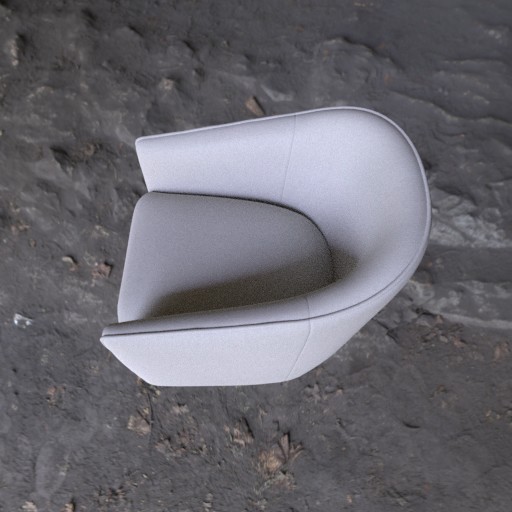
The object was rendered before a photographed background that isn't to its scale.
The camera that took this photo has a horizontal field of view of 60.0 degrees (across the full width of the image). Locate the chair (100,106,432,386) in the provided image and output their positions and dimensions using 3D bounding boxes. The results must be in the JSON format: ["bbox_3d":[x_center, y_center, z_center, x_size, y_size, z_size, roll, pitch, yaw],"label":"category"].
[{"bbox_3d":[0.000,0.000,1.451,0.875,0.799,0.747,0,60,0],"label":"chair"}]
